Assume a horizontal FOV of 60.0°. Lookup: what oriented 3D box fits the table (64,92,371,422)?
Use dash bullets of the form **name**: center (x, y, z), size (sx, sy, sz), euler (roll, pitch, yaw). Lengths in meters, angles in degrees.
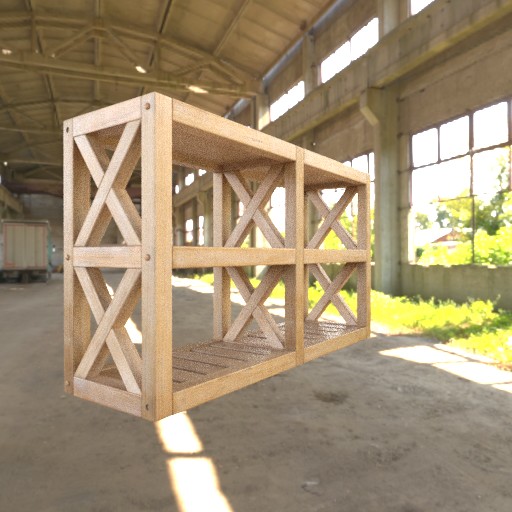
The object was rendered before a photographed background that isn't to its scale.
- **table**: center (0.000, 0.000, 1.656), size (0.381, 0.762, 1.320), euler (0, 0, 36)
